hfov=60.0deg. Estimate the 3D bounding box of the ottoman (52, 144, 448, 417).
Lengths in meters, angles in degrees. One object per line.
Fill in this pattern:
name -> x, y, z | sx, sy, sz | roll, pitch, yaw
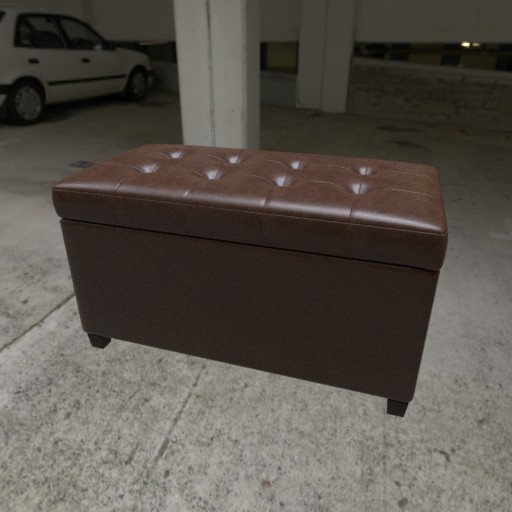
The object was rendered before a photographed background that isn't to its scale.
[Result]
ottoman -> 0.000, 0.000, 1.141 | 0.838, 0.470, 0.432 | 8, 28, 16
